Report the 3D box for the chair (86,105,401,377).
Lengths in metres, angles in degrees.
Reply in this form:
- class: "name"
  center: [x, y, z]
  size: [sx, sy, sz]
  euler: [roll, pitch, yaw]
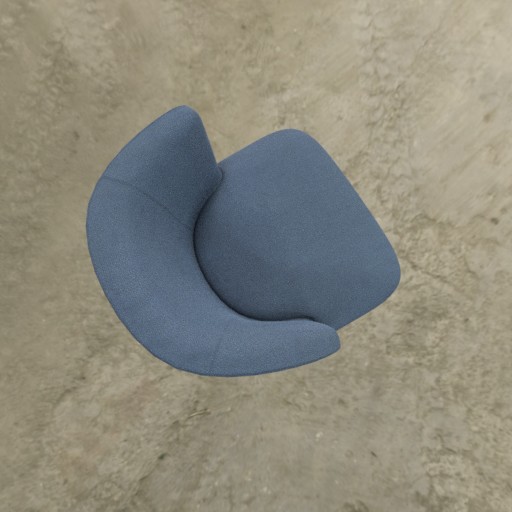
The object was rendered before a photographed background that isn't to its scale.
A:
- class: "chair"
  center: [0.000, 0.000, 1.289]
  size: [0.702, 0.760, 0.661]
  euler: [-30, 77, -7]
